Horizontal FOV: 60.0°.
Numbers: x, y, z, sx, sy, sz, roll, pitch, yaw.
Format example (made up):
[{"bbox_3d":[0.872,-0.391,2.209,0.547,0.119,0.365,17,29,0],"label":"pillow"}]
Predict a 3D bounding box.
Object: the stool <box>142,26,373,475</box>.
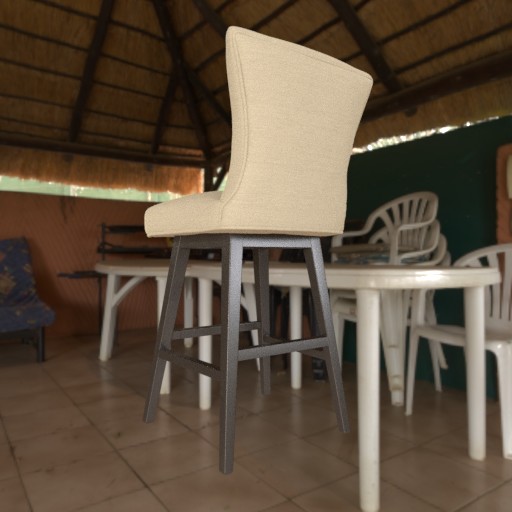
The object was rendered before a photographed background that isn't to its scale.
[{"bbox_3d":[0.000,0.000,1.373,0.514,1.086,0.574,0,0,-36],"label":"stool"}]
